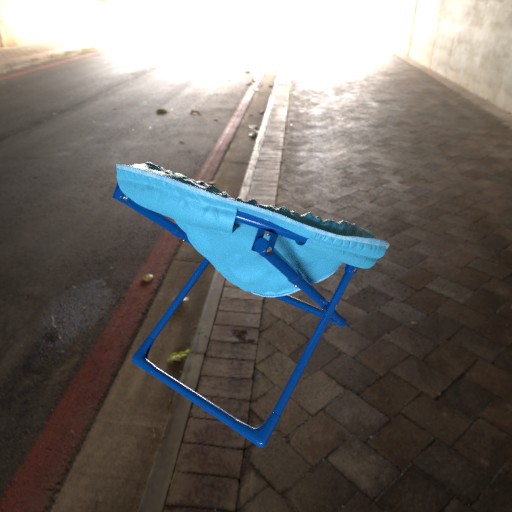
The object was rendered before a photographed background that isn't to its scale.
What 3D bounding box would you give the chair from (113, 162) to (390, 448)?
[{"bbox_3d":[0.000,0.000,0.913,0.520,0.478,0.465,21,36,32],"label":"chair"}]
